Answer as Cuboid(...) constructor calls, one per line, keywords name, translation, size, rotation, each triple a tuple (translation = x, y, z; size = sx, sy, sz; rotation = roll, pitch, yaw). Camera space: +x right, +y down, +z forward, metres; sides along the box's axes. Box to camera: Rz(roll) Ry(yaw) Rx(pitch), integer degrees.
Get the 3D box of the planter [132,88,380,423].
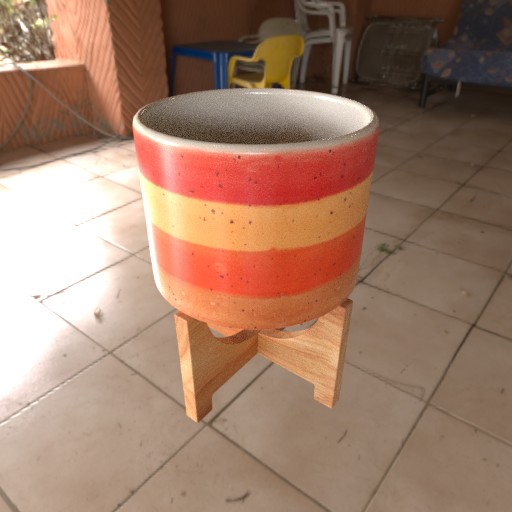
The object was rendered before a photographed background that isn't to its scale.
Cuboid(name="planter", translation=(0.000, 0.000, 0.418), size=(0.199, 0.268, 0.199), rotation=(0, 31, 0))
